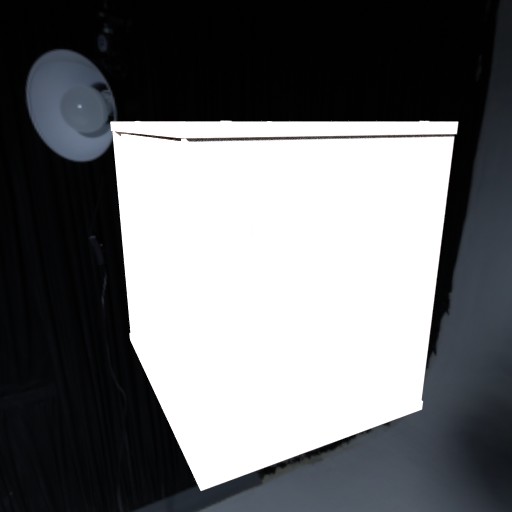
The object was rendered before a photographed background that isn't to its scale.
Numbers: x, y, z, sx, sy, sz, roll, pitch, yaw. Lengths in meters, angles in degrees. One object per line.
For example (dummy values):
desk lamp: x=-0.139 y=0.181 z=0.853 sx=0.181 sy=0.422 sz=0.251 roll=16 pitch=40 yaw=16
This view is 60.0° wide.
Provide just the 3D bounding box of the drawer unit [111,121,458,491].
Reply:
drawer unit: x=0.000 y=0.000 z=0.592 sx=0.290 sy=0.344 sz=0.349 roll=-8 pitch=19 yaw=-25
